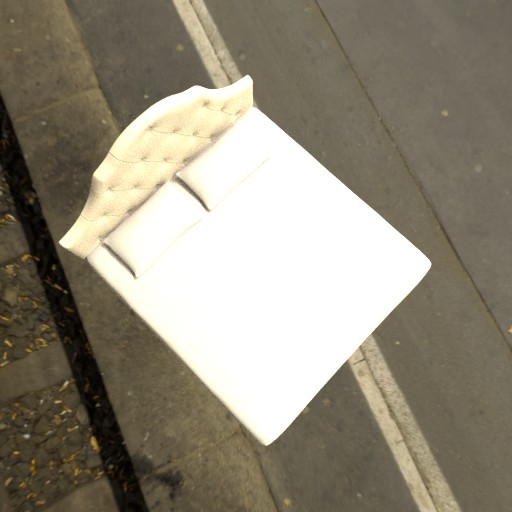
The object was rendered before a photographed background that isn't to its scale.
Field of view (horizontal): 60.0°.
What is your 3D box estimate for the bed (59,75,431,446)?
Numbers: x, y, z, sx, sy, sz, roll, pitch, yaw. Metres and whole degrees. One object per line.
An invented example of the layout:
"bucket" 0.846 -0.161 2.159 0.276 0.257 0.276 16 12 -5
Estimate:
"bed" 0.000 0.000 3.396 2.086 1.555 2.012 44 80 10
